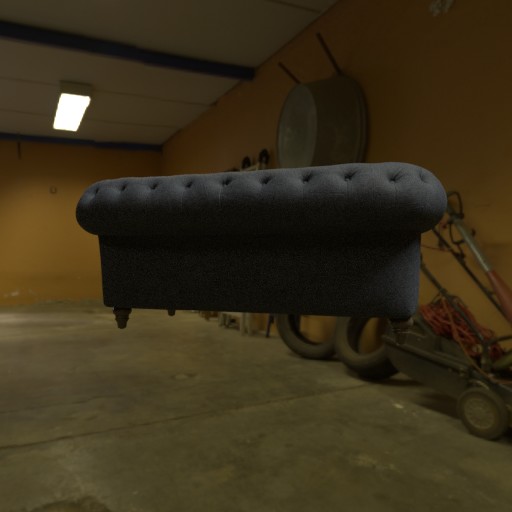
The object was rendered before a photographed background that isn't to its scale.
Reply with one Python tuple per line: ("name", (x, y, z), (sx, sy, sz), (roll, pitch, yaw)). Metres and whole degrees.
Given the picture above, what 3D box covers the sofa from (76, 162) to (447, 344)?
("sofa", (0.000, 0.000, 2.487), (1.988, 0.833, 1.082), (0, 0, 17))
